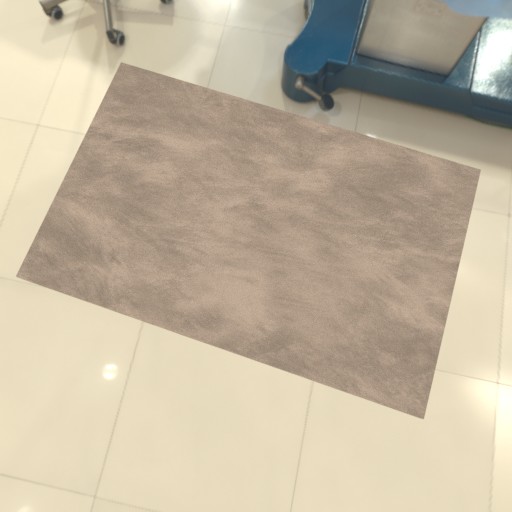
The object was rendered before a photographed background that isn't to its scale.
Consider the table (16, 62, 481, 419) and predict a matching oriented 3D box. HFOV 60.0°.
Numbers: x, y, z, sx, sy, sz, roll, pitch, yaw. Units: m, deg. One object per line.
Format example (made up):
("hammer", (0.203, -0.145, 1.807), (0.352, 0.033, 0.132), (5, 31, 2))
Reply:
("table", (0.000, 0.000, 1.561), (1.100, 0.734, 0.700), (18, 76, 5))
